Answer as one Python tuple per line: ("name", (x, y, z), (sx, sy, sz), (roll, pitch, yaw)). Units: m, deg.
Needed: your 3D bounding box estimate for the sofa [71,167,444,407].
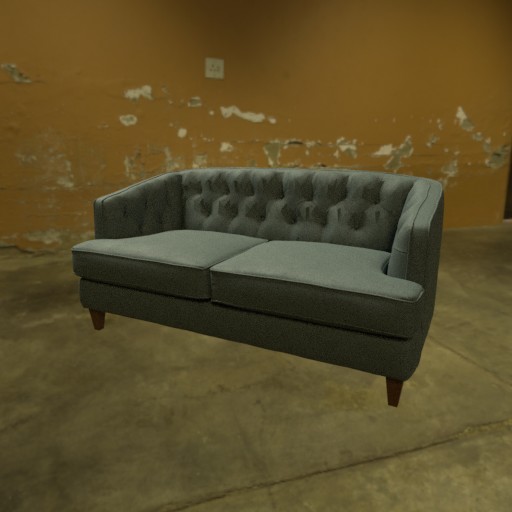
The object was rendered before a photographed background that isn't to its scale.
("sofa", (0.000, 0.000, 2.287), (1.733, 0.855, 0.941), (7, 16, 27))
